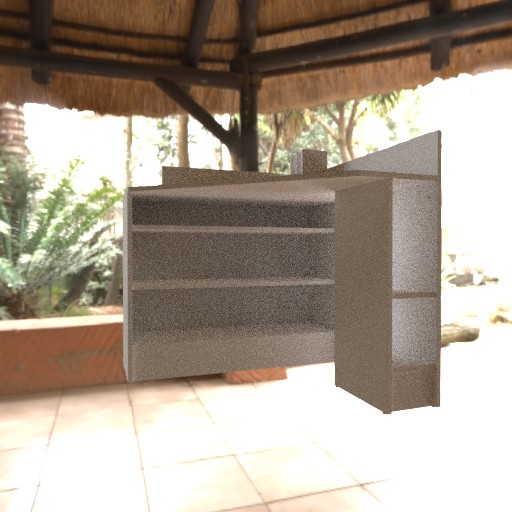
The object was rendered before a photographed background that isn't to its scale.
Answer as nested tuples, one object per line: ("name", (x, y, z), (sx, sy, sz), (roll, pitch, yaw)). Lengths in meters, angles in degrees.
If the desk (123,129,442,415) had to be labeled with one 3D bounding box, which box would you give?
("desk", (0.000, 0.000, 1.718), (0.940, 0.986, 0.940), (0, 1, -20))
